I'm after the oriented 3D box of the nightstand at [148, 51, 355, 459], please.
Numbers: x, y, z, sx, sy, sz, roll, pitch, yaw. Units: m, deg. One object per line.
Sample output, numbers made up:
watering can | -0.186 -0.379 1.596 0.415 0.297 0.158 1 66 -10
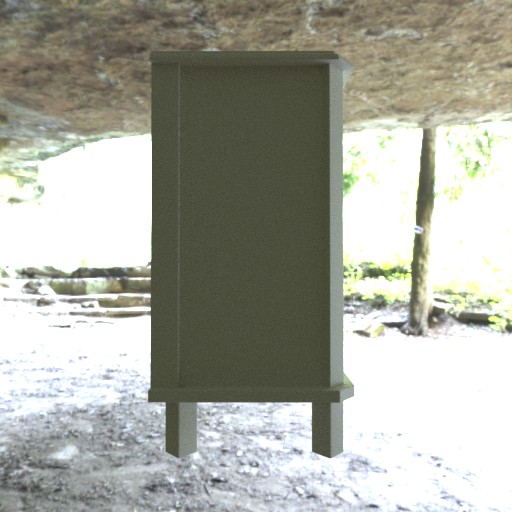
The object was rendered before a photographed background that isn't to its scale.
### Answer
nightstand | 0.000 0.000 0.943 0.351 0.681 0.435 0 -1 0
